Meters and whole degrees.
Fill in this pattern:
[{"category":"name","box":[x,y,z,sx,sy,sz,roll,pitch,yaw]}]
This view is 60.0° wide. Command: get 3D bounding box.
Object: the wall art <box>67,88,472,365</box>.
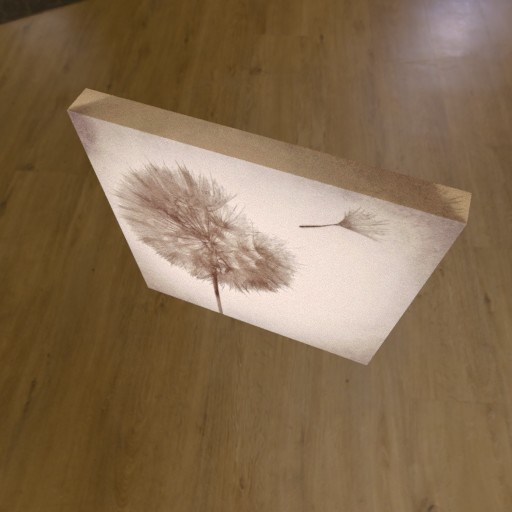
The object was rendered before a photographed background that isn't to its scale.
[{"category":"wall art","box":[0.000,0.000,0.452,0.303,0.303,0.028,18,61,11]}]
